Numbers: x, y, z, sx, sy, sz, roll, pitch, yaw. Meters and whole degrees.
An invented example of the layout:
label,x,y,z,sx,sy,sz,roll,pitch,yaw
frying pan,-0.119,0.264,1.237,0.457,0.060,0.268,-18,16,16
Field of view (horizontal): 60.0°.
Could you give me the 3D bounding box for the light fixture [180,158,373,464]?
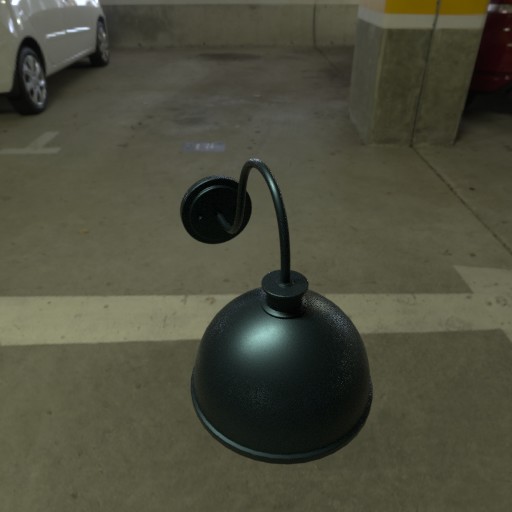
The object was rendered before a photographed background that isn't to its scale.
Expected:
label,x,y,z,sx,sy,sz,roll,pitch,yaw
light fixture,0.000,0.000,0.635,0.253,0.295,0.467,-11,34,-16
